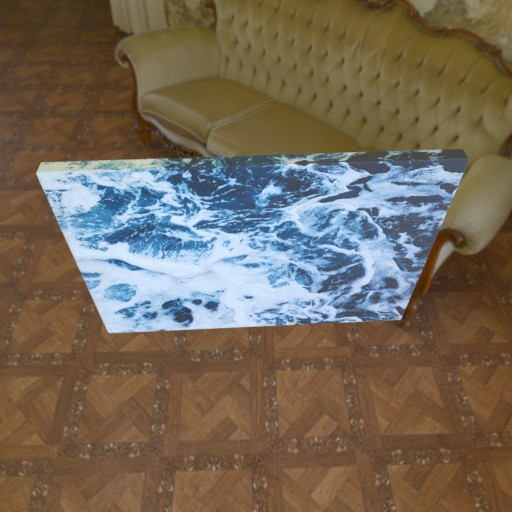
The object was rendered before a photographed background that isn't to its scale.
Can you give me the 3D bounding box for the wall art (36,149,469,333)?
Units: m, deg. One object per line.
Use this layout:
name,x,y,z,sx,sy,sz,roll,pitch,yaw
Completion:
wall art,0.000,0.000,1.171,0.915,0.610,0.042,-2,48,-2
